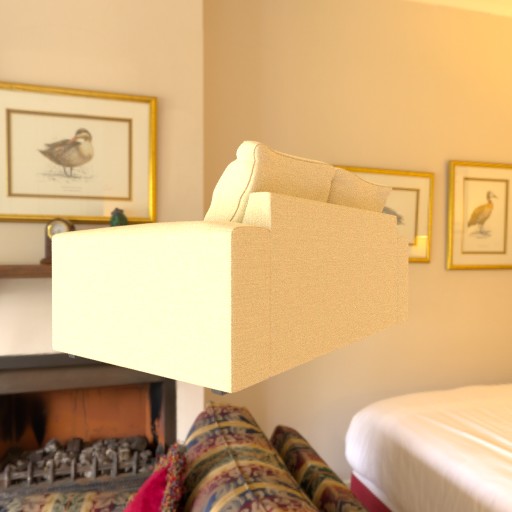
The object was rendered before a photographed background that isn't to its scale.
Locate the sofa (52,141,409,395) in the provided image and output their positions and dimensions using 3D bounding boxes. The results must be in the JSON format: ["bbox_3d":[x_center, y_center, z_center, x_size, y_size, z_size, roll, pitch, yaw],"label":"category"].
[{"bbox_3d":[0.000,0.000,2.373,1.091,0.875,1.754,1,1,36],"label":"sofa"}]
